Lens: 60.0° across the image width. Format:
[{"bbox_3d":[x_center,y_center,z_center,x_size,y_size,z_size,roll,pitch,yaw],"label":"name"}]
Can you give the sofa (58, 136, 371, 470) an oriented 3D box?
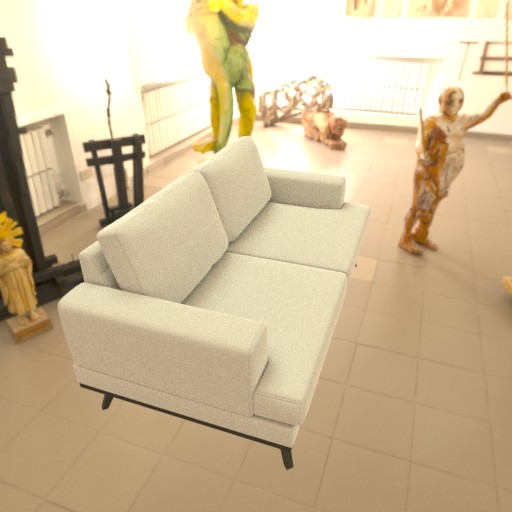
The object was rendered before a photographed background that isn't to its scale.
[{"bbox_3d":[0.000,0.000,2.169,0.920,0.810,1.650,10,32,17],"label":"sofa"}]
